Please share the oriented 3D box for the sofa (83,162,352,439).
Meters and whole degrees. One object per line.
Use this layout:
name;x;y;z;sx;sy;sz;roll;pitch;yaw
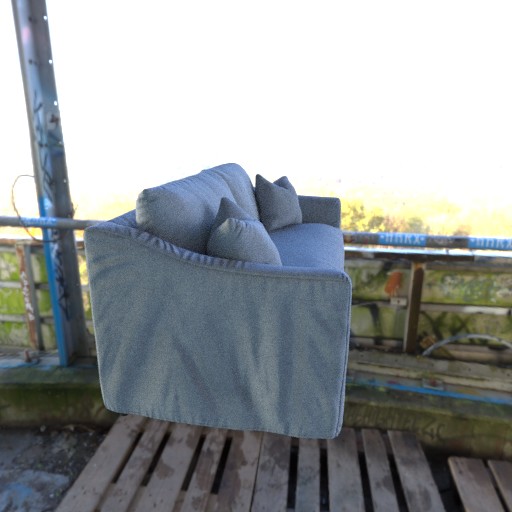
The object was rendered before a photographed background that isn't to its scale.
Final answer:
sofa;0.000;0.000;2.666;1.072;1.018;2.010;3;17;9
